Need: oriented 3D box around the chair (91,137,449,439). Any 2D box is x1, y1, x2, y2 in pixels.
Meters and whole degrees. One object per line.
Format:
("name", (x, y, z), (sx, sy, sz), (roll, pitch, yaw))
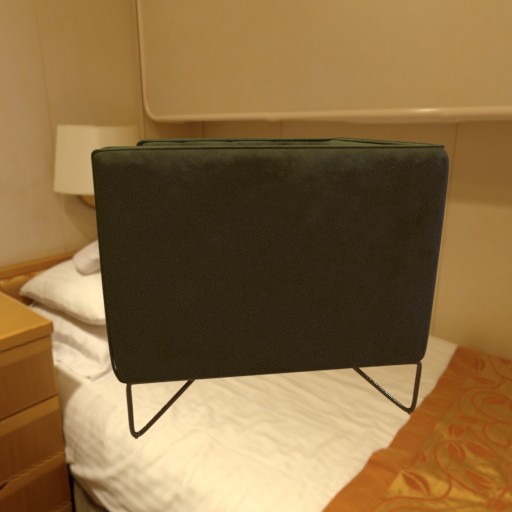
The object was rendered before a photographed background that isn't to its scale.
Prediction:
("chair", (0.000, 0.000, 1.558), (0.894, 0.790, 0.880), (-2, 16, -7))
